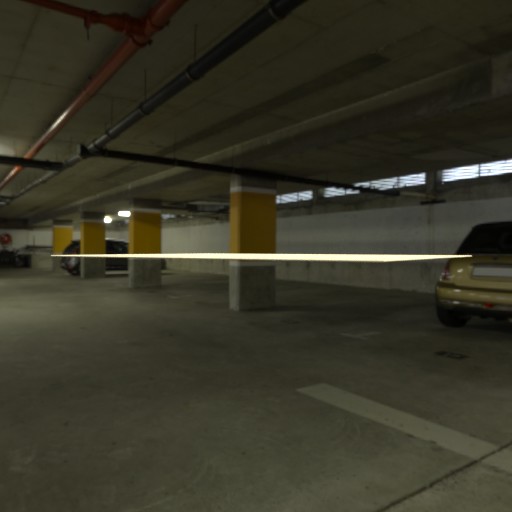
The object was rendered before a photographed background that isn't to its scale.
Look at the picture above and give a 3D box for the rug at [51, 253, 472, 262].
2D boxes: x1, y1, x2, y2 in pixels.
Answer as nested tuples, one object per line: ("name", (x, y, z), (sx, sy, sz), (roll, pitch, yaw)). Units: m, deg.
("rug", (0.000, 0.000, 2.309), (1.828, 0.007, 1.220), (1, 1, 37))
